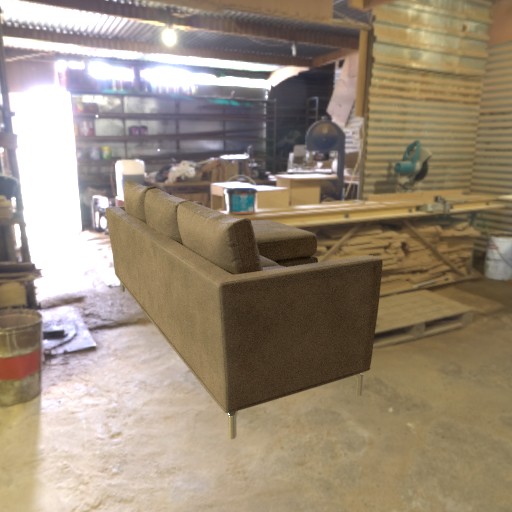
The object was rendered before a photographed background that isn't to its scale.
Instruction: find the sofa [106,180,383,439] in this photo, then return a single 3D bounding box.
[{"bbox_3d":[0.000,0.000,3.168,1.622,0.987,2.438,-7,16,-27],"label":"sofa"}]
